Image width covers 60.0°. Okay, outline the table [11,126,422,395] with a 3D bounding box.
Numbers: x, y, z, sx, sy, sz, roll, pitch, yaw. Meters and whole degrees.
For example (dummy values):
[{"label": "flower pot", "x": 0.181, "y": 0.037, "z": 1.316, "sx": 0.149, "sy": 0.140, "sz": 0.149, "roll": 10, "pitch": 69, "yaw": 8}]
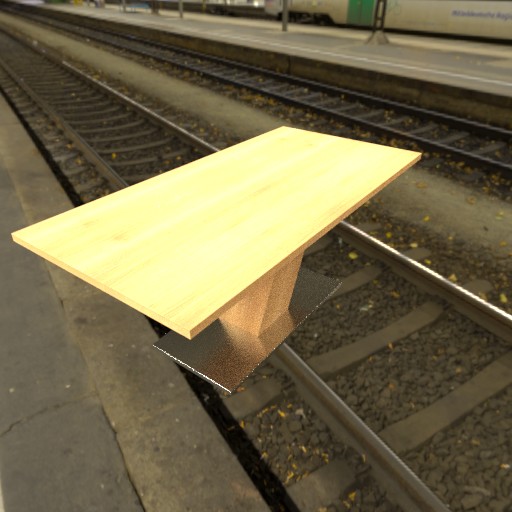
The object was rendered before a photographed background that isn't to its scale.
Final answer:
[{"label": "table", "x": 0.000, "y": 0.000, "z": 2.209, "sx": 0.900, "sy": 0.750, "sz": 1.800, "roll": 21, "pitch": 37, "yaw": 31}]
